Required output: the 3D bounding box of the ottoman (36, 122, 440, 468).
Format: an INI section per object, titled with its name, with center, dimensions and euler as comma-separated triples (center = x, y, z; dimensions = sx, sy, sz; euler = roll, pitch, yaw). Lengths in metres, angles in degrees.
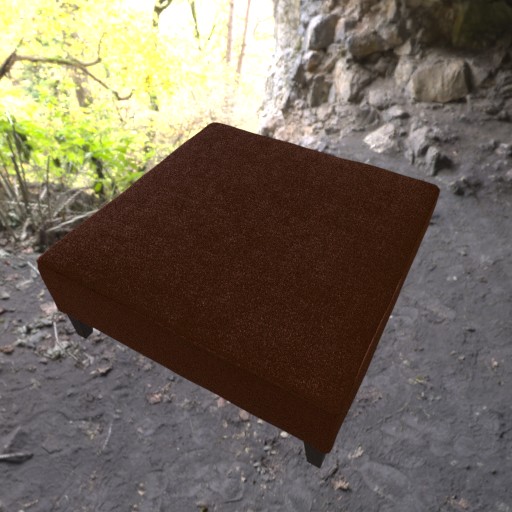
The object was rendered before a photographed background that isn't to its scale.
[ottoman]
center = 0.000, 0.000, 1.576
dimensions = 0.997, 0.438, 0.999
euler = 22, 49, 20
